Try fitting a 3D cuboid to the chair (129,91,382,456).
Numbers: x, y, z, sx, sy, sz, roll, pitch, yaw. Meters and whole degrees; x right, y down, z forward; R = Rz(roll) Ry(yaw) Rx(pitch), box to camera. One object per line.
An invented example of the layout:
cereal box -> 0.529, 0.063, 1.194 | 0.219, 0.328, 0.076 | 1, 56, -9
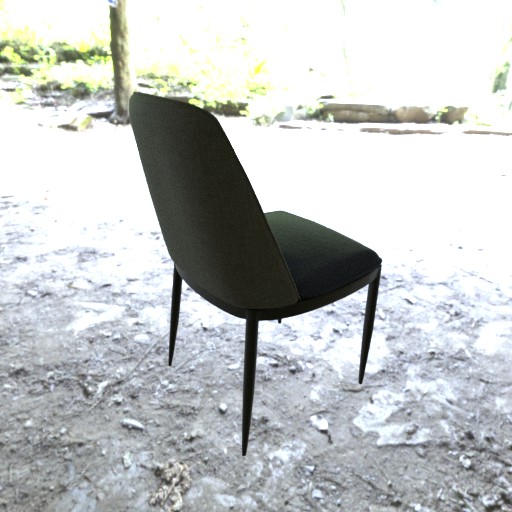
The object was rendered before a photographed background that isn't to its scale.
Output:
chair -> 0.000, 0.000, 1.199 | 0.550, 0.855, 0.488 | -17, 31, -32
